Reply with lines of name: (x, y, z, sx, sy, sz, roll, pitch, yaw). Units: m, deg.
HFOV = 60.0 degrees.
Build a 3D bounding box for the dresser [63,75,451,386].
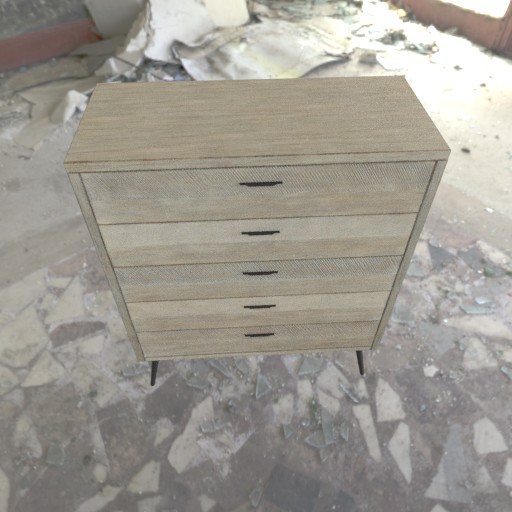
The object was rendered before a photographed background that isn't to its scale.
dresser: (0.000, 0.000, 1.749, 1.016, 1.219, 0.457, -2, 47, -2)
